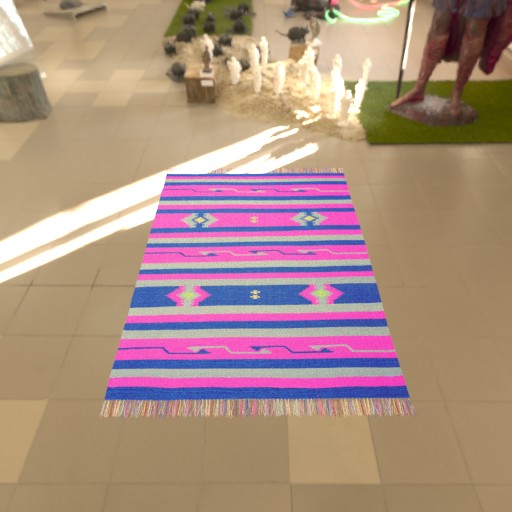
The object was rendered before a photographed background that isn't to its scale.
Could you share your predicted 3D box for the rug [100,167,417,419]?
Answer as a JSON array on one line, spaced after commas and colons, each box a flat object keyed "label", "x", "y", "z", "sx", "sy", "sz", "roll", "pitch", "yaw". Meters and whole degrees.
[{"label": "rug", "x": 0.000, "y": 0.000, "z": 3.004, "sx": 1.539, "sy": 0.013, "sz": 2.350, "roll": 0, "pitch": 42, "yaw": 0}]
